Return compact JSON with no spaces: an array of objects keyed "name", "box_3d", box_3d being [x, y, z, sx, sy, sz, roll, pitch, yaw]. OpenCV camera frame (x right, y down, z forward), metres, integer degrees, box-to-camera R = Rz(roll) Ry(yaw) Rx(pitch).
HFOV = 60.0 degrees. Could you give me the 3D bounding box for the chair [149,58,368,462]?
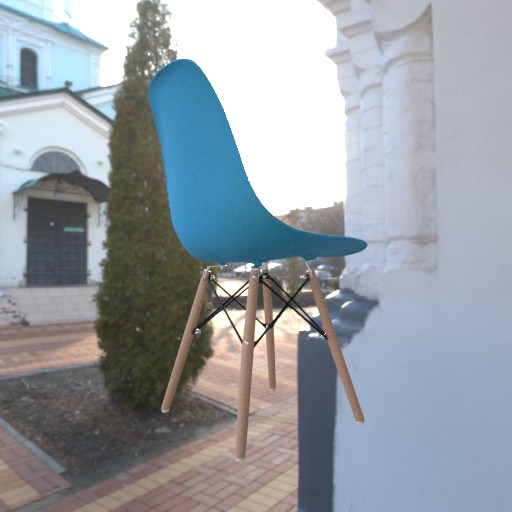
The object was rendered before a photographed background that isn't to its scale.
[{"name":"chair","box_3d":[0.000,0.000,1.135,0.531,0.826,0.470,1,-2,-35]}]
